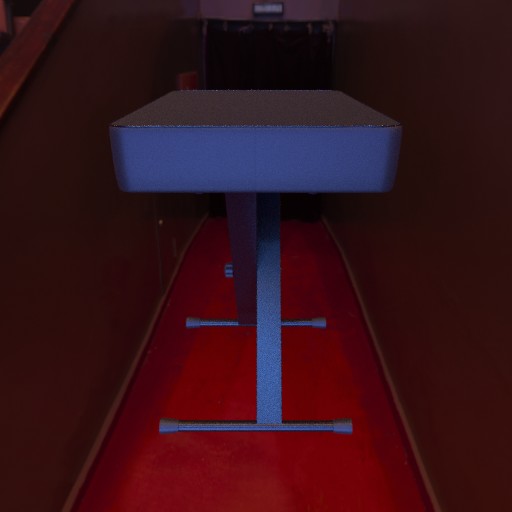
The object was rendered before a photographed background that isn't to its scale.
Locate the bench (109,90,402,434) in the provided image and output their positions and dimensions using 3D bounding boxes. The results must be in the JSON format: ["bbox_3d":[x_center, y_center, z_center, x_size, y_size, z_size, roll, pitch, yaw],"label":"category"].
[{"bbox_3d":[0.000,0.000,0.761,0.321,0.500,0.424,0,25,0],"label":"bench"}]
